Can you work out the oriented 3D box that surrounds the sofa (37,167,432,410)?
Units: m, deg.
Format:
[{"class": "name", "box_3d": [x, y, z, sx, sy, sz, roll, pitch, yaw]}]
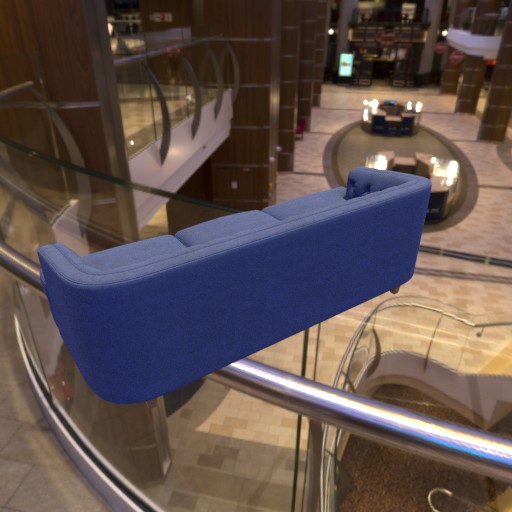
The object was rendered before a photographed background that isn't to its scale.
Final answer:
[{"class": "sofa", "box_3d": [0.000, 0.000, 2.629, 2.235, 0.787, 0.914, -18, 34, -29]}]
